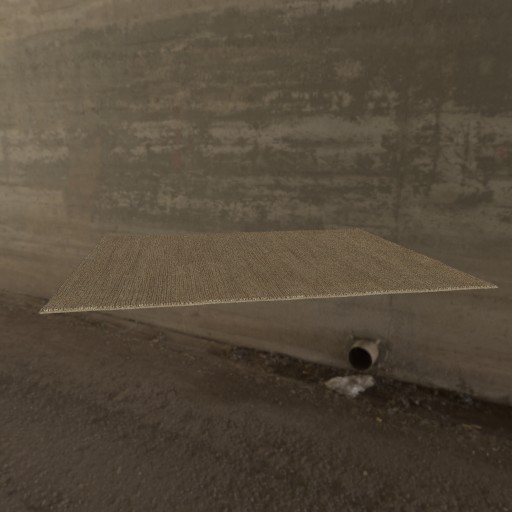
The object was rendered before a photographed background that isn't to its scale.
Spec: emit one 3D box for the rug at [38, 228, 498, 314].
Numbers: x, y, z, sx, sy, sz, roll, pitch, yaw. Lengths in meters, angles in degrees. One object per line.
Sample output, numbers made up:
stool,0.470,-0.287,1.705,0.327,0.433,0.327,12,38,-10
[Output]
rug,0.000,0.000,4.043,3.052,0.030,2.429,-2,13,-10
